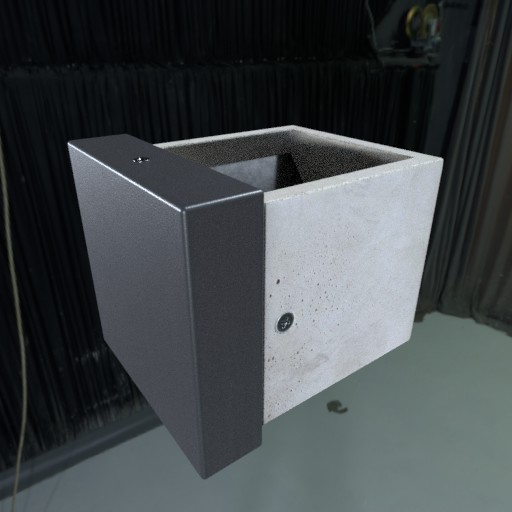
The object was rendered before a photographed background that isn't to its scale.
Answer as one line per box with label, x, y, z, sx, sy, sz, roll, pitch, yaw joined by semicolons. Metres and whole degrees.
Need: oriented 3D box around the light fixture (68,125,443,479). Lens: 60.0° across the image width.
light fixture;0.000;0.000;0.239;0.143;0.121;0.121;-18;31;-32
